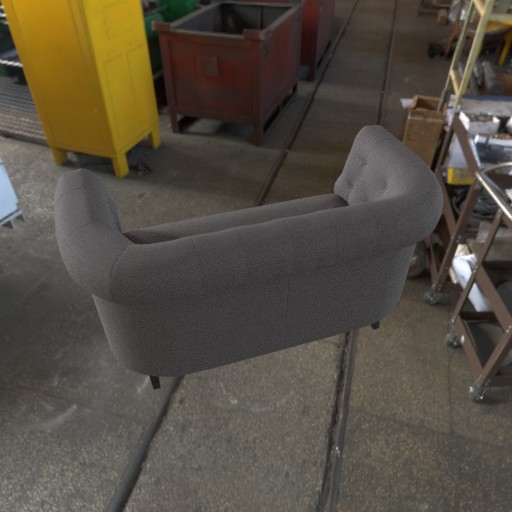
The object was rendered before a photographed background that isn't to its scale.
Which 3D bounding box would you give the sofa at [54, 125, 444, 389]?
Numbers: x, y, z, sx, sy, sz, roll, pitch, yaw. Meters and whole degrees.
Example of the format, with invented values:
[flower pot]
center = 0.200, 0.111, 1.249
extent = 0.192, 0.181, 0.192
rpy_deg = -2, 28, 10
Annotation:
[sofa]
center = 0.000, 0.000, 2.016
extent = 1.558, 0.827, 0.835
rpy_deg = -12, 42, -14
